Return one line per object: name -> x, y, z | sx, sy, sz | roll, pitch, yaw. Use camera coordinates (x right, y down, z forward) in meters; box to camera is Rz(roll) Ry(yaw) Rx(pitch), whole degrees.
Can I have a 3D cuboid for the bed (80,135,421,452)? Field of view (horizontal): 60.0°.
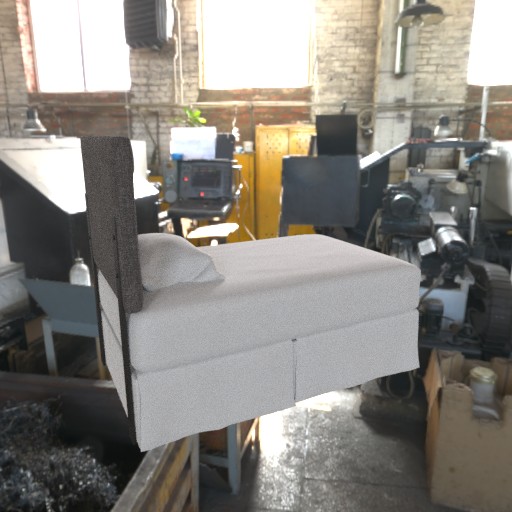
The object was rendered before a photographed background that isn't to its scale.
bed -> 0.000, 0.000, 3.003 | 1.997, 1.571, 1.261 | -8, 17, -26
